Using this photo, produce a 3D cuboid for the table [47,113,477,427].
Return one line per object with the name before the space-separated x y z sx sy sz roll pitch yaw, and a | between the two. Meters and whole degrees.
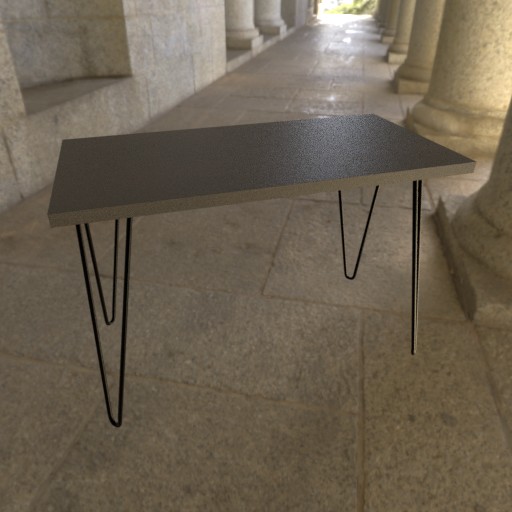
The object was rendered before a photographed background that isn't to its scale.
table | 0.000 0.000 1.348 0.991 0.660 0.499 -9 33 -15
